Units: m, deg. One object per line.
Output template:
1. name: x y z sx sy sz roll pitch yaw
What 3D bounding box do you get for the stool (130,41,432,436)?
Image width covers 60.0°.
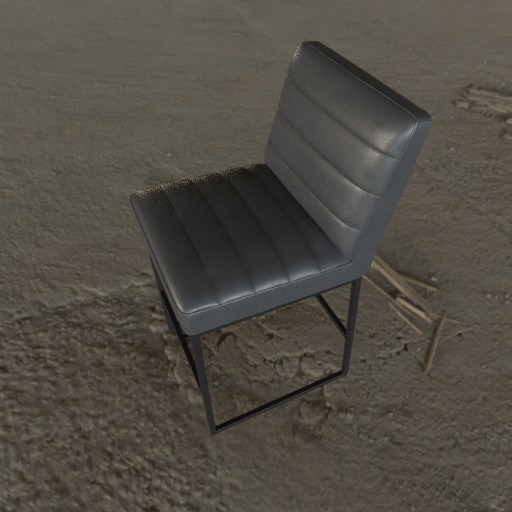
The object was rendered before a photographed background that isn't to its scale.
1. stool: 0.000 0.000 1.220 0.552 0.938 0.457 -18 48 -17
